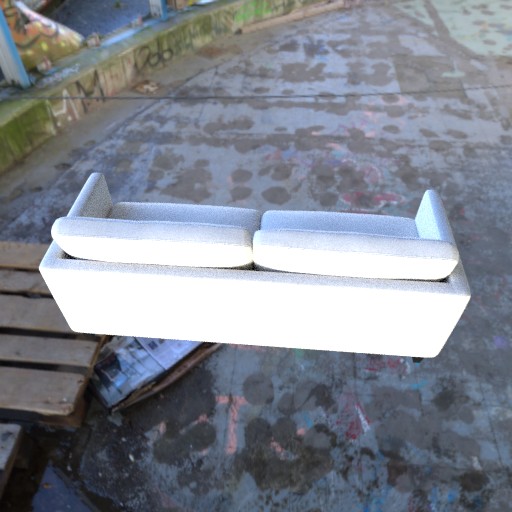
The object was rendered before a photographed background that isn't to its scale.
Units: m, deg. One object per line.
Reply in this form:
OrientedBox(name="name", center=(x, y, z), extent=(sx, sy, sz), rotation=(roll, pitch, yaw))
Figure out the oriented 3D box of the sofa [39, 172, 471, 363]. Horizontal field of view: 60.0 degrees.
OrientedBox(name="sofa", center=(0.000, 0.000, 2.954), extent=(2.434, 0.965, 0.948), rotation=(3, 47, 3))
